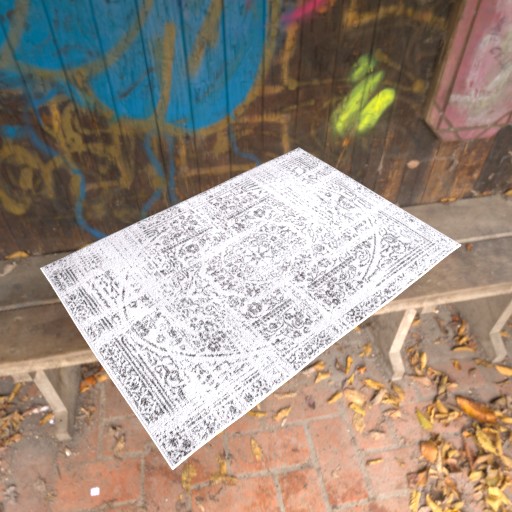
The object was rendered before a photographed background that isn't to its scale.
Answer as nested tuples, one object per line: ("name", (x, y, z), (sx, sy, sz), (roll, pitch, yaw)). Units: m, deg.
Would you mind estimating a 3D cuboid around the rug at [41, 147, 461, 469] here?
("rug", (0.000, 0.000, 3.103), (2.438, 0.026, 1.706), (-30, 52, -27))
